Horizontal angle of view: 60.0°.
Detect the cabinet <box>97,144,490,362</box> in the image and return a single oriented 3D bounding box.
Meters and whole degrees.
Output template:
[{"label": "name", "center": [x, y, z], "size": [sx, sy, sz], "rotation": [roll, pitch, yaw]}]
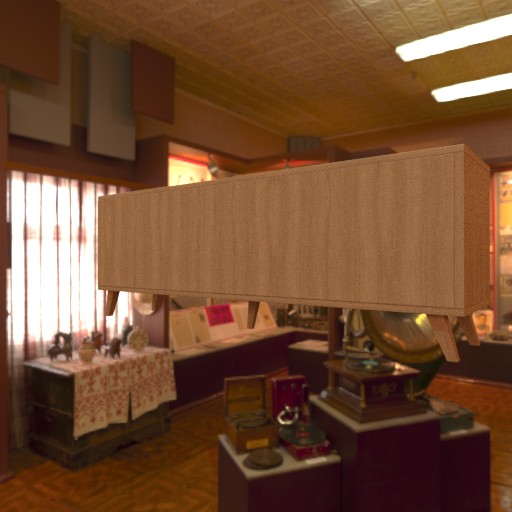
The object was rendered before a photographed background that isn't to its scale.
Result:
[{"label": "cabinet", "center": [0.000, 0.000, 2.410], "size": [2.198, 0.779, 0.499], "rotation": [0, 0, 37]}]
